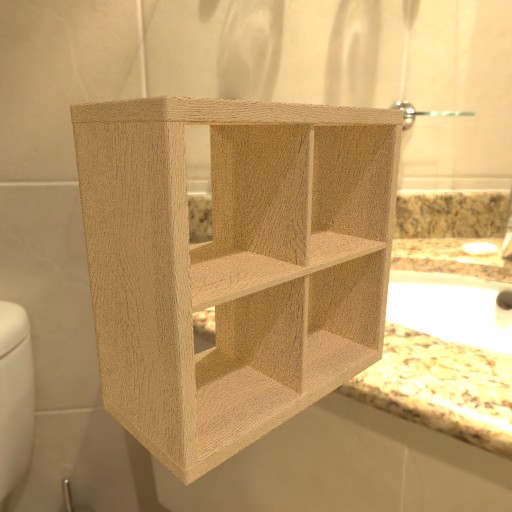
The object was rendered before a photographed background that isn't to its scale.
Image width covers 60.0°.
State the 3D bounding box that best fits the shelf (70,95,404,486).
[{"bbox_3d":[0.000,0.000,1.236,0.790,0.786,0.390,-15,22,-42],"label":"shelf"}]
